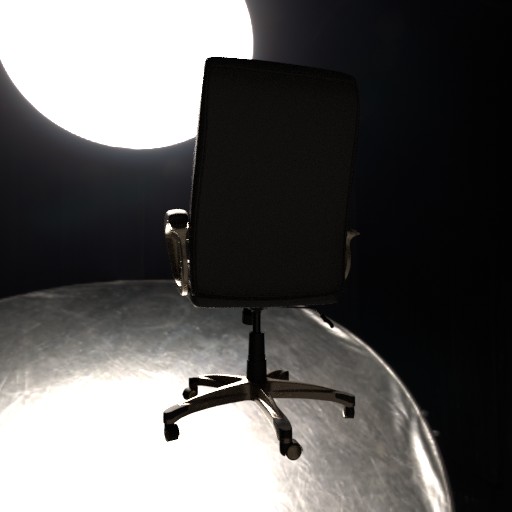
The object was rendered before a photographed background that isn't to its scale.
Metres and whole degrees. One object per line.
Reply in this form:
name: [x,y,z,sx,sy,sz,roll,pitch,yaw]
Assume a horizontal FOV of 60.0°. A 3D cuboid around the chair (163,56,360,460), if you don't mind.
chair: [0.000,0.000,1.640,0.694,1.188,0.748,0,0,-17]
